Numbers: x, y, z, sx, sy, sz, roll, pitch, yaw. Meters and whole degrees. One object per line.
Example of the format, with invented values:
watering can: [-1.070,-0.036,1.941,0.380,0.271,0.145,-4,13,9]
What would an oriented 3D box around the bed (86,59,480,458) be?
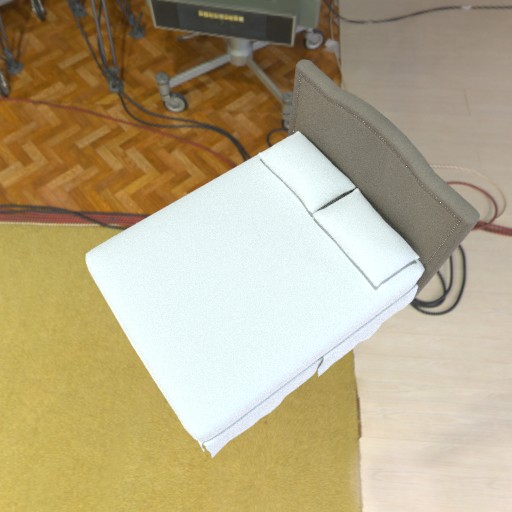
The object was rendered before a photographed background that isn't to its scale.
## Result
bed: [0.000,0.000,3.202,2.128,1.441,1.744,-33,68,-15]
